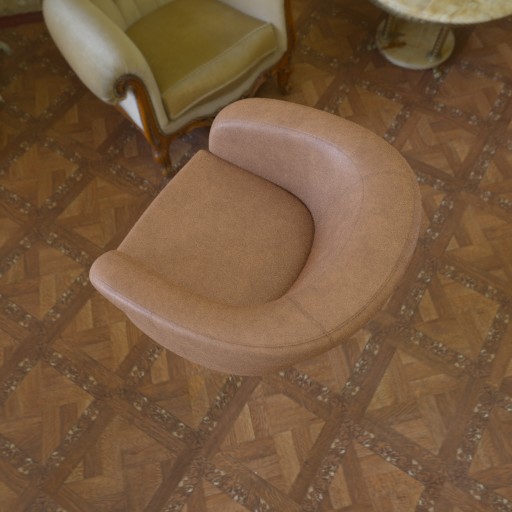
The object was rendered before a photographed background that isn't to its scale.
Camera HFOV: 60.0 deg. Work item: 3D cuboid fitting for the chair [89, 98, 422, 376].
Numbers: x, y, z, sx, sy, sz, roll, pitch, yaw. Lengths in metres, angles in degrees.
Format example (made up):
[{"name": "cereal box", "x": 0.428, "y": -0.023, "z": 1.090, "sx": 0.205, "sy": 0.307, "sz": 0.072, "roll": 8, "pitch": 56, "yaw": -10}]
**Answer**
[{"name": "chair", "x": 0.000, "y": 0.000, "z": 1.439, "sx": 0.815, "sy": 0.771, "sz": 0.791, "roll": 28, "pitch": 67, "yaw": 13}]
